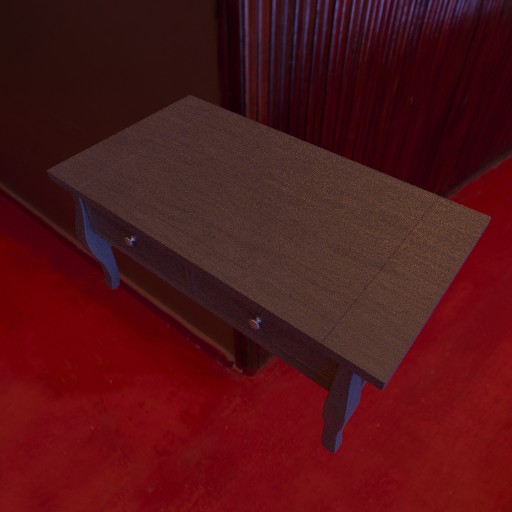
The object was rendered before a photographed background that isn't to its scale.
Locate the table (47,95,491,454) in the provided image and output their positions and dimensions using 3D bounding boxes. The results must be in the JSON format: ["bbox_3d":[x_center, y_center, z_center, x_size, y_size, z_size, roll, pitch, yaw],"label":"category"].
[{"bbox_3d":[0.000,0.000,1.371,1.062,0.494,0.600,30,53,25],"label":"table"}]
